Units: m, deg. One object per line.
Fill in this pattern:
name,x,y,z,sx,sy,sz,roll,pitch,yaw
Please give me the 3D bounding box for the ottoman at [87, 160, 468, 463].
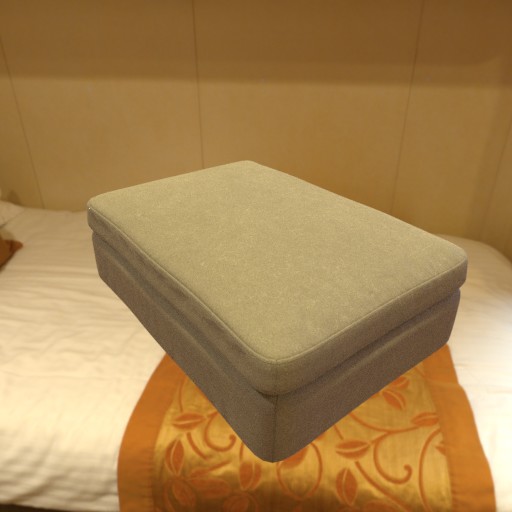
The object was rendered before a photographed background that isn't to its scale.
ottoman,0.000,0.000,1.617,0.840,0.429,1.199,-21,36,-32
